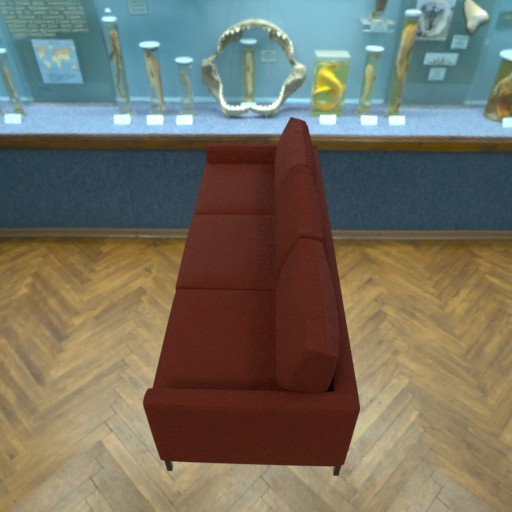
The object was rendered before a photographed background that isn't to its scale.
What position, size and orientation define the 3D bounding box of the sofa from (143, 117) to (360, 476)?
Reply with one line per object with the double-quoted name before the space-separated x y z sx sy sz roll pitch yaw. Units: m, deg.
"sofa" 0.000 0.000 2.664 0.875 0.879 2.252 1 41 1
